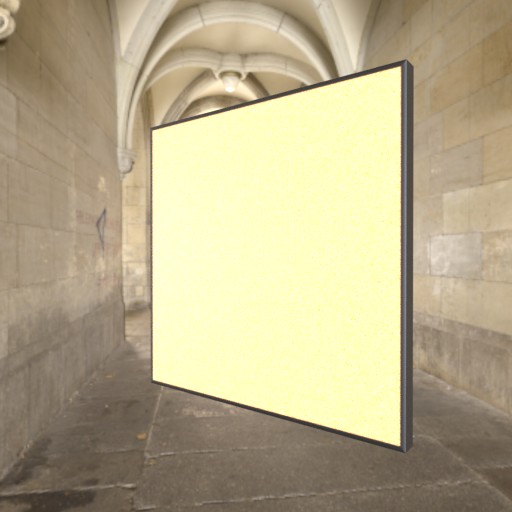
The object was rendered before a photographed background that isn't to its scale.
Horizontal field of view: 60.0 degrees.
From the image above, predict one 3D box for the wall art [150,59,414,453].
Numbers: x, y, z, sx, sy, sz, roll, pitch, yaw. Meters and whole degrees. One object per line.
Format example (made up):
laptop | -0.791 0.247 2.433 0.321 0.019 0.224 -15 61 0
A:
wall art | 0.000 0.000 1.112 0.769 0.766 0.042 0 1 38
